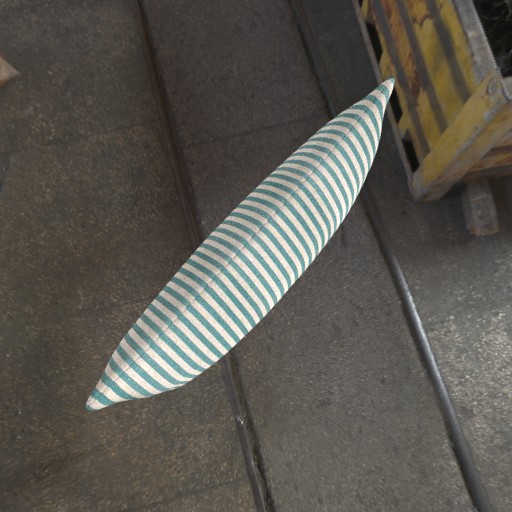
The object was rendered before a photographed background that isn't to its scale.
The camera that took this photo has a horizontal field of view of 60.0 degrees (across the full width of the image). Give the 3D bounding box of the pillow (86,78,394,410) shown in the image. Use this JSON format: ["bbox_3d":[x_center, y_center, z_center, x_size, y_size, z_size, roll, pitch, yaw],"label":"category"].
[{"bbox_3d":[0.000,0.000,0.731,0.151,0.295,0.617,40,78,10],"label":"pillow"}]
